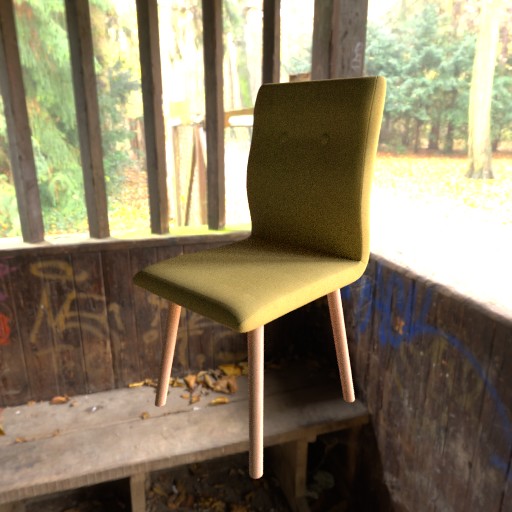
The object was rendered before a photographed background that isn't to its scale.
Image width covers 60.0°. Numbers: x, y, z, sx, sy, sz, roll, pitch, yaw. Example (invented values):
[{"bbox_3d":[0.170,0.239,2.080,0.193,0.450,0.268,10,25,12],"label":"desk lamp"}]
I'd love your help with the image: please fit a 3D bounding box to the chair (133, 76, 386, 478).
[{"bbox_3d":[0.000,0.000,1.266,0.450,0.965,0.550,16,23,41],"label":"chair"}]
